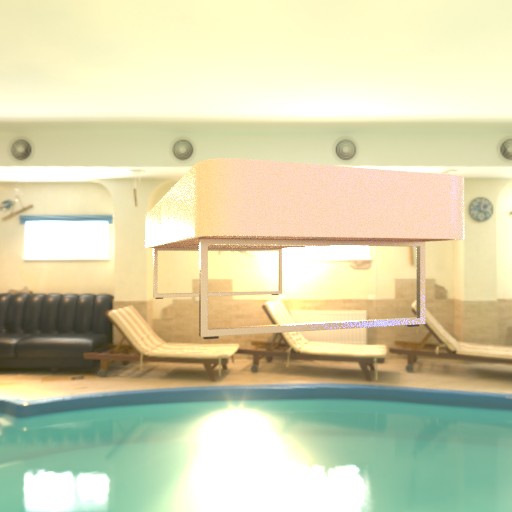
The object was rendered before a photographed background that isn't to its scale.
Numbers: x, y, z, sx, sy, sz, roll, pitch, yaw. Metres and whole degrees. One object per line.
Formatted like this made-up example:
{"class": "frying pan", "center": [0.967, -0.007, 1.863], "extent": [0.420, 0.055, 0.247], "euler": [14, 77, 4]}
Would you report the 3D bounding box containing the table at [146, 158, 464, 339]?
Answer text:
{"class": "table", "center": [0.000, 0.000, 1.422], "extent": [0.600, 0.340, 1.200], "euler": [0, 0, -19]}
